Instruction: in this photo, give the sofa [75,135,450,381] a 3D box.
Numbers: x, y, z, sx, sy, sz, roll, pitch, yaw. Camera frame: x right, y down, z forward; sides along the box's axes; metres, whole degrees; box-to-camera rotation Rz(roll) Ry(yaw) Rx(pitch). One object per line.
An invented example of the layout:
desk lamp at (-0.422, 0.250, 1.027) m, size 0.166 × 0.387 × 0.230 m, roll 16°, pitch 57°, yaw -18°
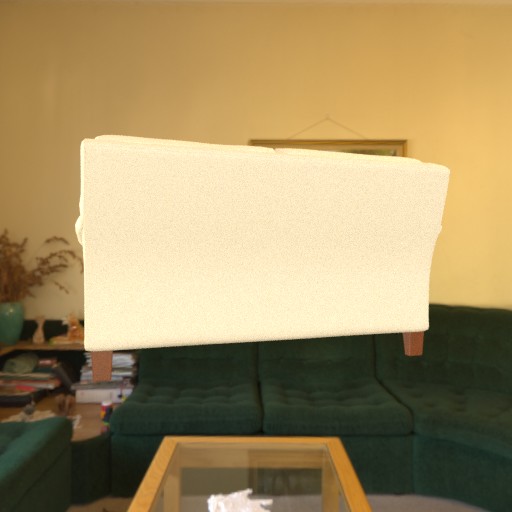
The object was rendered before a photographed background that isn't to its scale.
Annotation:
sofa at (0.000, 0.000, 2.516) m, size 1.853 × 1.101 × 1.084 m, roll 0°, pitch 0°, yaw -17°
